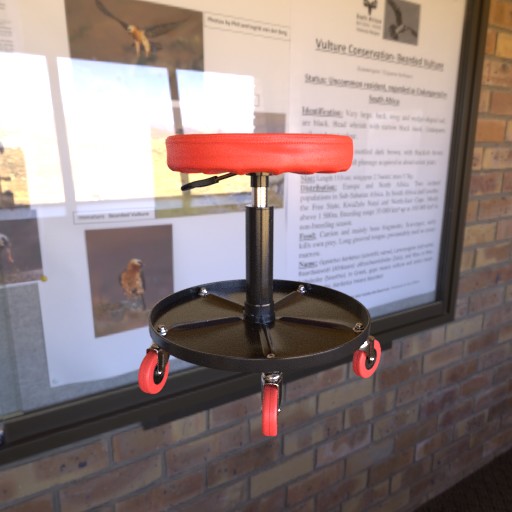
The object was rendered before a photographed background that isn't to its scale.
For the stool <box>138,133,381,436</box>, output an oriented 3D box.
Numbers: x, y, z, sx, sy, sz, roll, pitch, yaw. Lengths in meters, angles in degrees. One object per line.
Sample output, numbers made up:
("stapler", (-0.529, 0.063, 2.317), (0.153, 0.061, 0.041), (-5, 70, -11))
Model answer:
("stool", (0.000, 0.000, 0.699), (0.382, 0.365, 0.381), (7, 15, 25))
